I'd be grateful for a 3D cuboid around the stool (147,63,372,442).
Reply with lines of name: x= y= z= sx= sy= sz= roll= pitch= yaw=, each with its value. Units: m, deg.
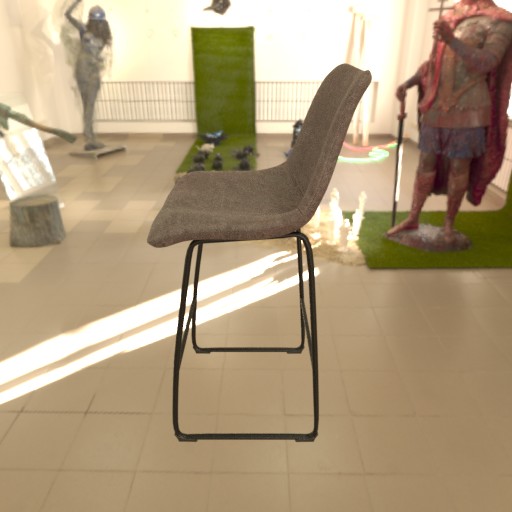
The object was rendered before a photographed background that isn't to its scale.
stool: x=0.000 y=0.000 z=1.371 sx=0.561 sy=1.082 sz=0.514 roll=0 pitch=26 yaw=0
